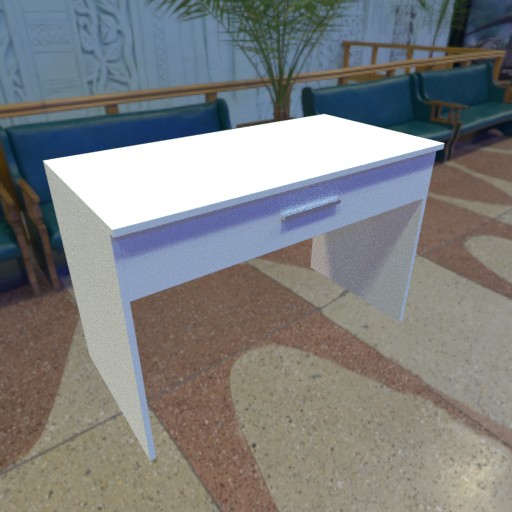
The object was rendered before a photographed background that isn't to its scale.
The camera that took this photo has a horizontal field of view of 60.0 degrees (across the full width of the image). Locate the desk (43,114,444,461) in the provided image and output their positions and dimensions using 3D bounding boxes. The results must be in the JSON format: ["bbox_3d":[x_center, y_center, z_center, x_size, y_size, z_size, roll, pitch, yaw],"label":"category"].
[{"bbox_3d":[0.000,0.000,1.529,1.100,0.730,0.560,-19,34,-31],"label":"desk"}]
